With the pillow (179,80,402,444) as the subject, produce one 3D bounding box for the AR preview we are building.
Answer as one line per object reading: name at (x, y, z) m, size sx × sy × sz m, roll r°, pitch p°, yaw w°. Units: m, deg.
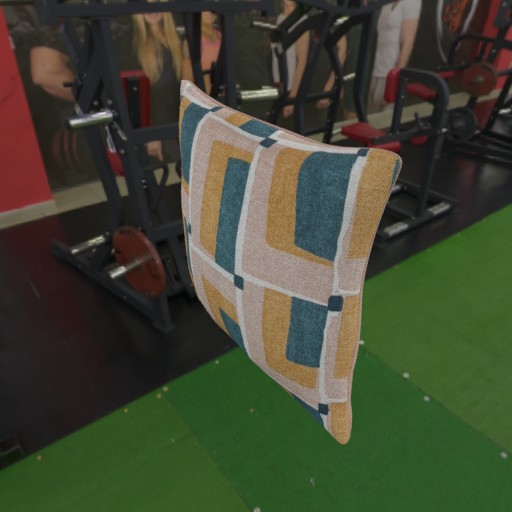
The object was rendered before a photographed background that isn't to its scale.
pillow at (0.000, 0.000, 0.733) m, size 0.158 × 0.479 × 0.478 m, roll -21°, pitch 38°, yaw -29°
